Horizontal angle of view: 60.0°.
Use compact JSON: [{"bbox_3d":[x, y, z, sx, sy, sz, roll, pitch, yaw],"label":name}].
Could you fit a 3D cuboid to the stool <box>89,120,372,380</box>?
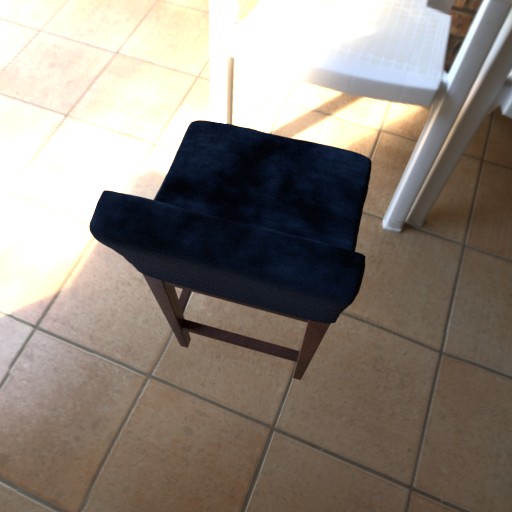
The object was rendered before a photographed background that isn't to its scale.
[{"bbox_3d":[0.000,0.000,1.287,0.511,0.945,0.516,14,65,7],"label":"stool"}]
